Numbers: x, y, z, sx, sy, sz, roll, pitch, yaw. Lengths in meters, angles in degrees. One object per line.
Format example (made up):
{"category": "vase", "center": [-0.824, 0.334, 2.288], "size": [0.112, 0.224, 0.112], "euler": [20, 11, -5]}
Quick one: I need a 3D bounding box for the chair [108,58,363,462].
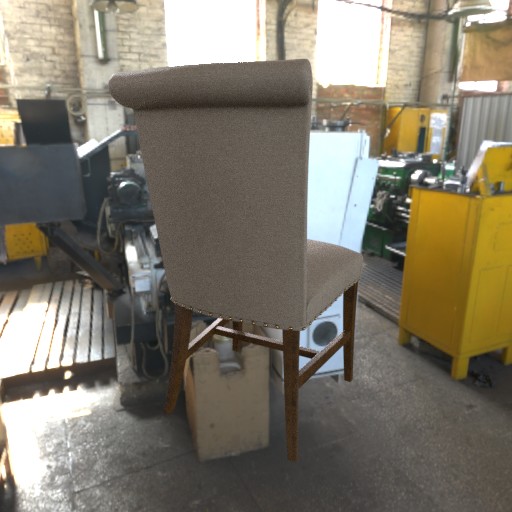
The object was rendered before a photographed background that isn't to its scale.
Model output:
{"category": "chair", "center": [0.000, 0.000, 1.305], "size": [0.513, 0.988, 0.608], "euler": [9, 19, 27]}
